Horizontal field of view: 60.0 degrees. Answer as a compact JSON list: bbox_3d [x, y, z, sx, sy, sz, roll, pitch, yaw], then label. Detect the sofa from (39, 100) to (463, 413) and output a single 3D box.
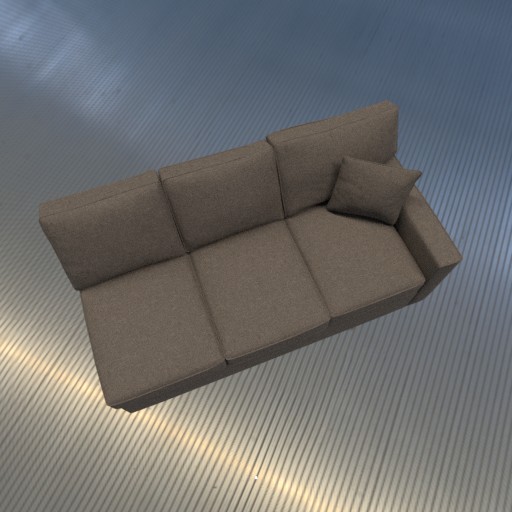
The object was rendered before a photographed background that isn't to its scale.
[{"bbox_3d":[0.000,0.000,2.502,1.963,0.946,1.034,-19,65,-9],"label":"sofa"}]
